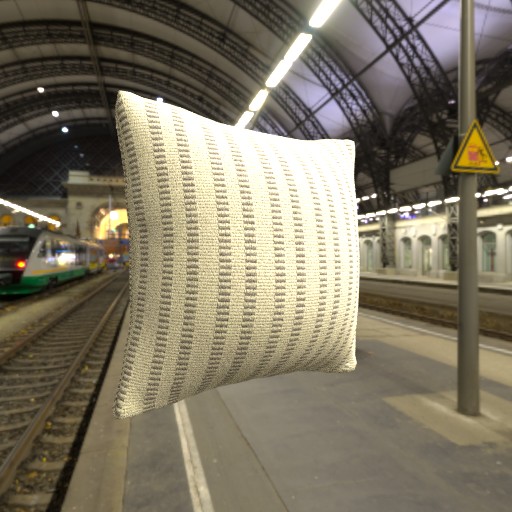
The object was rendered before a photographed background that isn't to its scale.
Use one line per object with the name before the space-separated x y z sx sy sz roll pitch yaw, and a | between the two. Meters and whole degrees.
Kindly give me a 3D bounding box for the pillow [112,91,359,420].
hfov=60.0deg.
pillow | 0.000 0.000 0.684 0.438 0.419 0.247 0 0 -35
